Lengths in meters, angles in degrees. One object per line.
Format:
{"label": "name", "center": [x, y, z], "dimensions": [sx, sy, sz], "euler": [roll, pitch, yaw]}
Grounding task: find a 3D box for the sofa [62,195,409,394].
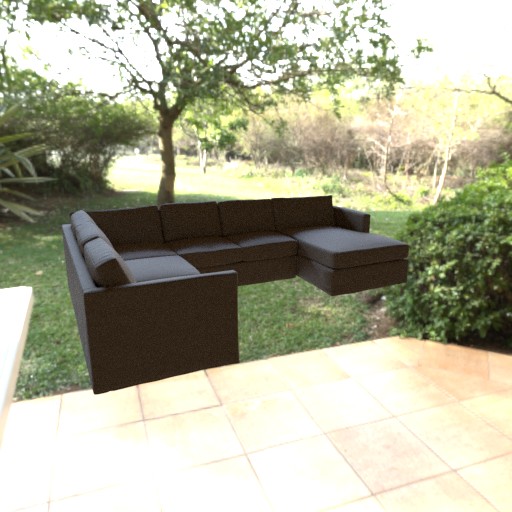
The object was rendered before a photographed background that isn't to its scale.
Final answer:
{"label": "sofa", "center": [0.000, 0.000, 4.469], "dimensions": [3.460, 0.882, 2.427], "euler": [-7, 17, -25]}
